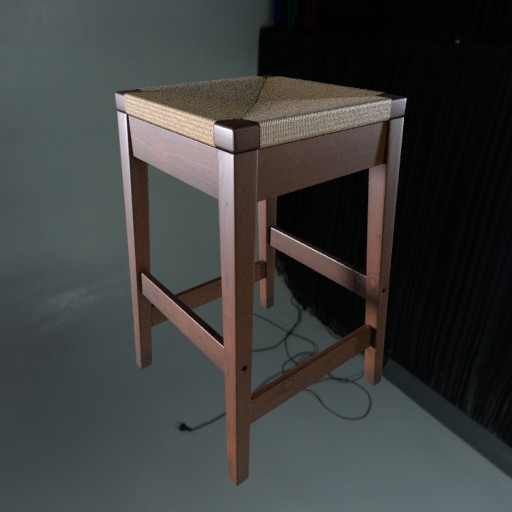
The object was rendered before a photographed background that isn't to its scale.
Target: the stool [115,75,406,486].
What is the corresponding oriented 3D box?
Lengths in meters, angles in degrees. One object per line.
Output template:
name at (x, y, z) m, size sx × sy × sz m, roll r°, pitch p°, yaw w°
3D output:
stool at (0.000, 0.000, 1.091) m, size 0.507 × 0.762 × 0.497 m, roll -21°, pitch 36°, yaw -33°
